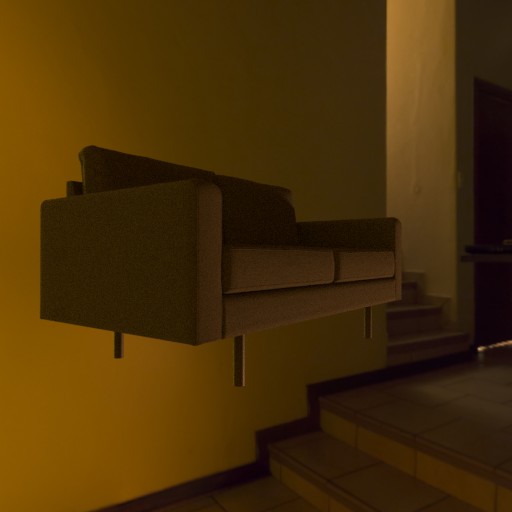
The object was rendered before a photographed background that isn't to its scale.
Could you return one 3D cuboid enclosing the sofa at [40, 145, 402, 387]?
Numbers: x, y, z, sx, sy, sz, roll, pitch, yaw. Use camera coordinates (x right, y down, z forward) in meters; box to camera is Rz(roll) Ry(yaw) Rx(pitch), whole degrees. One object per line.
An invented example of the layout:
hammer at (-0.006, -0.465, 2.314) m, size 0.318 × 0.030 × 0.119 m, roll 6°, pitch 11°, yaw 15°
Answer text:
sofa at (0.000, 0.000, 2.199) m, size 0.889 × 0.897 × 1.730 m, roll 0°, pitch 0°, yaw 37°
